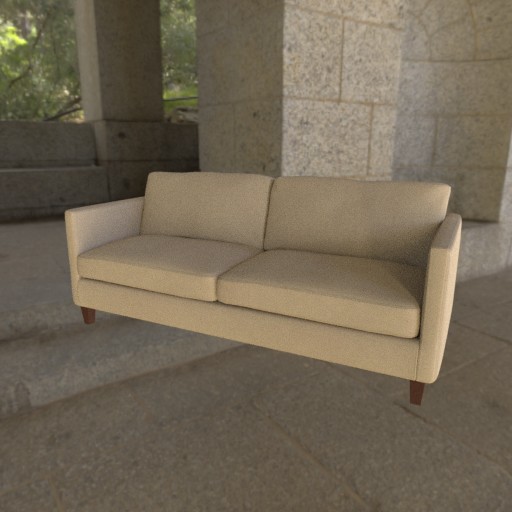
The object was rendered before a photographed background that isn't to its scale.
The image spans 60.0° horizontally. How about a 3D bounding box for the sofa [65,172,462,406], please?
[{"bbox_3d":[0.000,0.000,2.657,2.181,0.932,0.948,7,16,25],"label":"sofa"}]
